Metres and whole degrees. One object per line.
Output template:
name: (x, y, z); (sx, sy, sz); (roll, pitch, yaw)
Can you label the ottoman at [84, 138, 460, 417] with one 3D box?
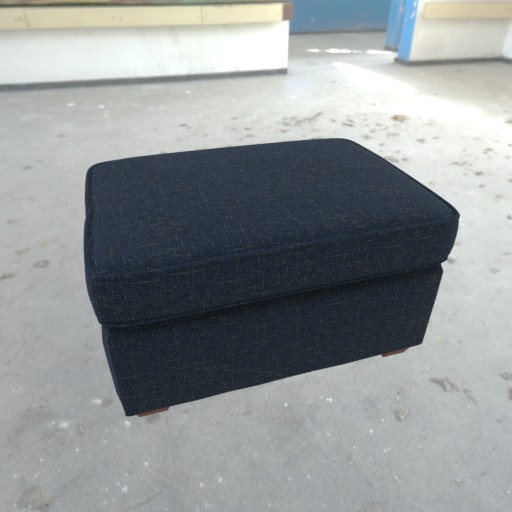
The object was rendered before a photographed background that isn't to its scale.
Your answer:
ottoman: (0.000, 0.000, 1.101); (0.749, 0.450, 0.549); (-10, 34, -15)
